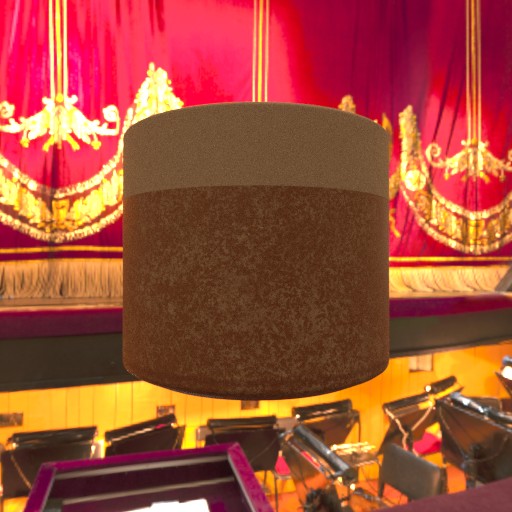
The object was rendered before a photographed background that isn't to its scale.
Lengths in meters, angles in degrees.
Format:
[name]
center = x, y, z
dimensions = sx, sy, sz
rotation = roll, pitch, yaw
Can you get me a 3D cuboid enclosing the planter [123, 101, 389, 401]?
[planter]
center = 0.000, 0.000, 0.275
dimensions = 0.159, 0.138, 0.159
rotation = 0, 0, 0
